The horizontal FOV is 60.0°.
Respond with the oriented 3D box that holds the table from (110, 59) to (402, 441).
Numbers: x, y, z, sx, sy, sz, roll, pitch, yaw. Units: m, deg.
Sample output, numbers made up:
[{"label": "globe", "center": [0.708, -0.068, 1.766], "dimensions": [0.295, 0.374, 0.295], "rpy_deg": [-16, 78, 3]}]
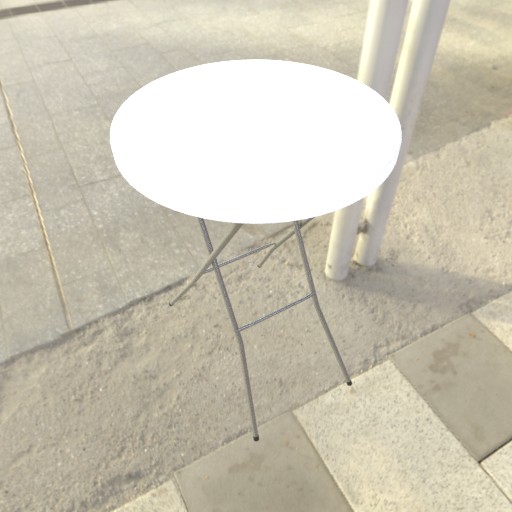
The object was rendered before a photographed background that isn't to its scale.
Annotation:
[{"label": "table", "center": [0.000, 0.000, 1.624], "dimensions": [0.792, 1.105, 0.795], "rpy_deg": [-23, 50, -21]}]
